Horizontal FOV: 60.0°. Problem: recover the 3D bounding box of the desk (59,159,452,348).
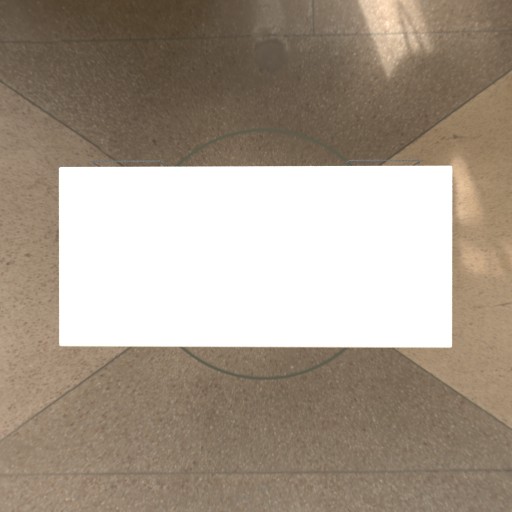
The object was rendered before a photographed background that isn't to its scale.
[{"bbox_3d":[0.000,0.000,2.296,1.900,0.455,0.900,0,90,1],"label":"desk"}]
